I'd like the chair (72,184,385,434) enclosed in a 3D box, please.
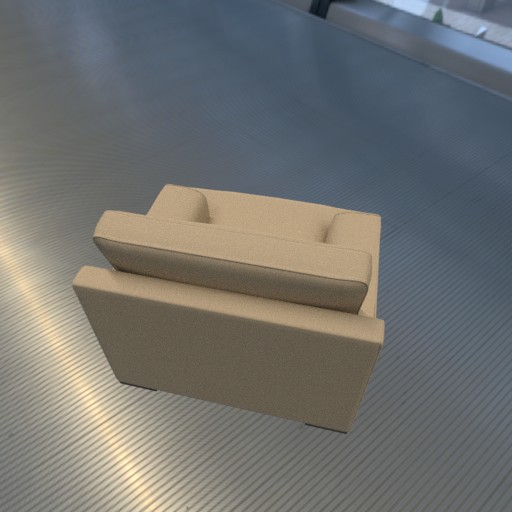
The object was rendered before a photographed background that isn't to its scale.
[{"bbox_3d":[0.000,0.000,2.152,1.293,1.005,1.274,4,46,4],"label":"chair"}]
